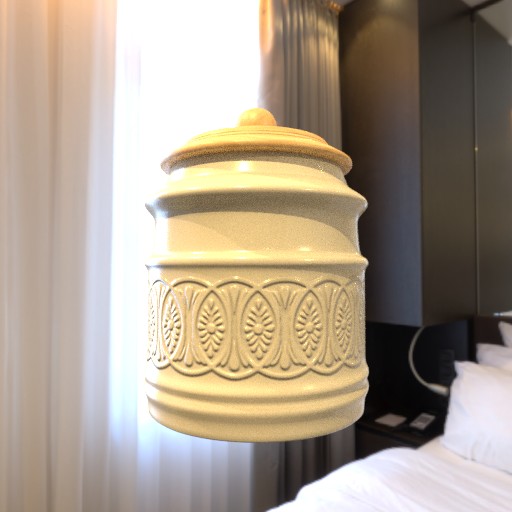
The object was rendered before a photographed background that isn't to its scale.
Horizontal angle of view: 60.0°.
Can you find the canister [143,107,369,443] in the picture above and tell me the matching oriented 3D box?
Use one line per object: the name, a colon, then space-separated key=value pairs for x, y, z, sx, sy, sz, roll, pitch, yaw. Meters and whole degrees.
canister: x=0.000 y=0.000 z=0.265 sx=0.130 sy=0.176 sz=0.130 roll=0 pitch=-2 yaw=0
